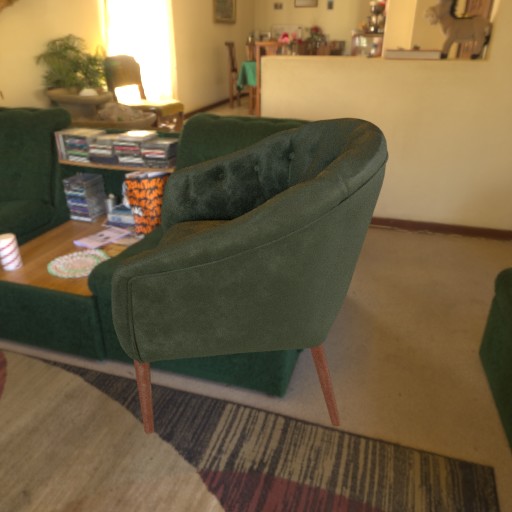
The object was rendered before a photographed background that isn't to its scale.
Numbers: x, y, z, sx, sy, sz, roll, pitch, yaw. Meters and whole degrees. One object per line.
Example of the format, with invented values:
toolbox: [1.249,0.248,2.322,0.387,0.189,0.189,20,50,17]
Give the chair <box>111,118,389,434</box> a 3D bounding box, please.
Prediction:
chair: [0.000,0.000,1.513,0.776,0.885,0.851,0,27,0]
